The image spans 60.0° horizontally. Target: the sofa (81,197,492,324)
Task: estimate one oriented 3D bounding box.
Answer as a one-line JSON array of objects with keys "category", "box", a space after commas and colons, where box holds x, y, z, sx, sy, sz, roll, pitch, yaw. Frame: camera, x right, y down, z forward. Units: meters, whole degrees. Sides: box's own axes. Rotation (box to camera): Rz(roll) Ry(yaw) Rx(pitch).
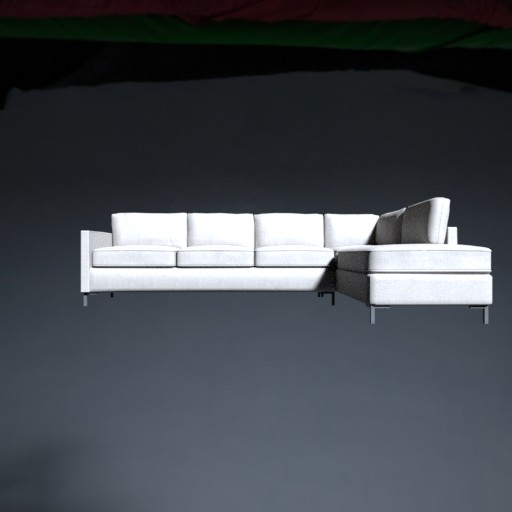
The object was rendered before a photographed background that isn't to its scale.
[{"category": "sofa", "box": [0.000, 0.000, 4.121, 3.331, 0.964, 2.077, 0, 0, -1]}]
